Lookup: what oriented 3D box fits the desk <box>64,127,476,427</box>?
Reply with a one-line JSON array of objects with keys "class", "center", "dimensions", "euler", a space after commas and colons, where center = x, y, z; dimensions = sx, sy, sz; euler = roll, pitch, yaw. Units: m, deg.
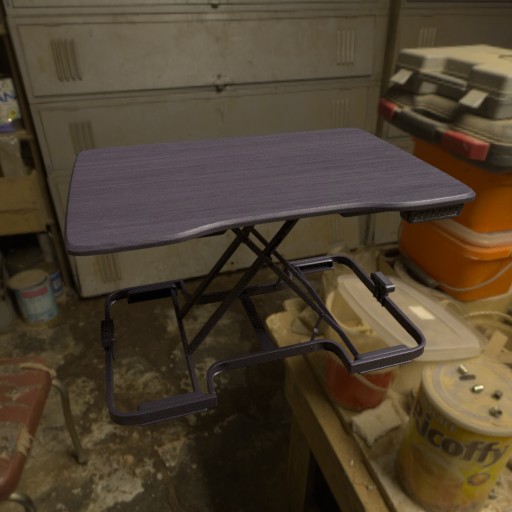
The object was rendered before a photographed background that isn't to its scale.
[{"class": "desk", "center": [0.000, 0.000, 1.144], "dimensions": [0.820, 0.470, 0.546], "euler": [-9, 32, -14]}]
